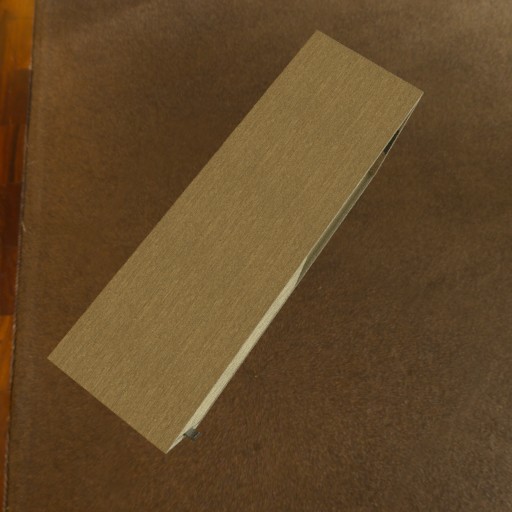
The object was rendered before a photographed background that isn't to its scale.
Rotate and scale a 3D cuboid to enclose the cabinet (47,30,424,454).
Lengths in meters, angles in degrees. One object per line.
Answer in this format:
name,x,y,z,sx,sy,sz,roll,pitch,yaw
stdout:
cabinet,0.000,0.000,1.562,0.405,0.787,1.194,35,78,9
